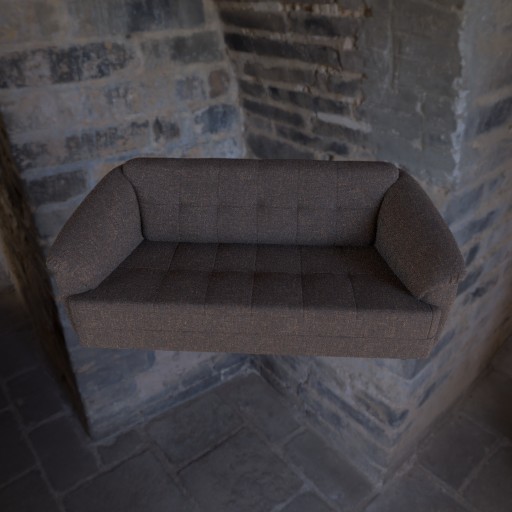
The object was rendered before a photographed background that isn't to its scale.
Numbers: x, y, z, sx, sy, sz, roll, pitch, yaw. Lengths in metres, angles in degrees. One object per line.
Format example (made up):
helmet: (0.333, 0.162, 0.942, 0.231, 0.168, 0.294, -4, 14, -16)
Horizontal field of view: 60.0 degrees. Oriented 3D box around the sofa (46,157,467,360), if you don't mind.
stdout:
sofa: (0.000, 0.000, 2.295, 1.849, 0.790, 0.887, 2, 31, 3)
